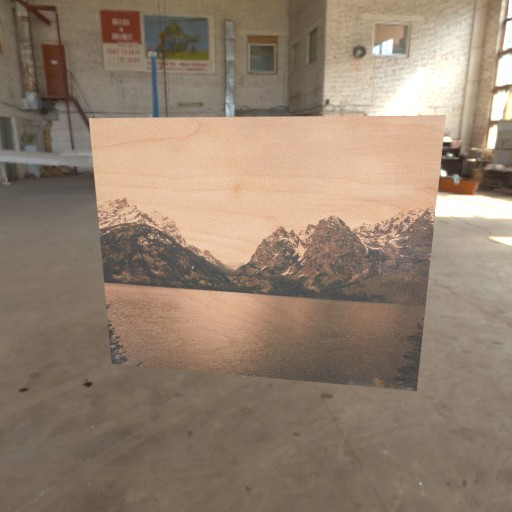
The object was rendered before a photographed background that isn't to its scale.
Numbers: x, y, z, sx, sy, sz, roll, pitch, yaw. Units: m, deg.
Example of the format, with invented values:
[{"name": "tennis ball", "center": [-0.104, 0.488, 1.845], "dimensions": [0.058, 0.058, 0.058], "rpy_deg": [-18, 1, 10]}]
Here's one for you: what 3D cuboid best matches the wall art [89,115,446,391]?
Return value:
[{"name": "wall art", "center": [0.000, 0.000, 0.681], "dimensions": [0.508, 0.408, 0.010], "rpy_deg": [3, 15, 9]}]
